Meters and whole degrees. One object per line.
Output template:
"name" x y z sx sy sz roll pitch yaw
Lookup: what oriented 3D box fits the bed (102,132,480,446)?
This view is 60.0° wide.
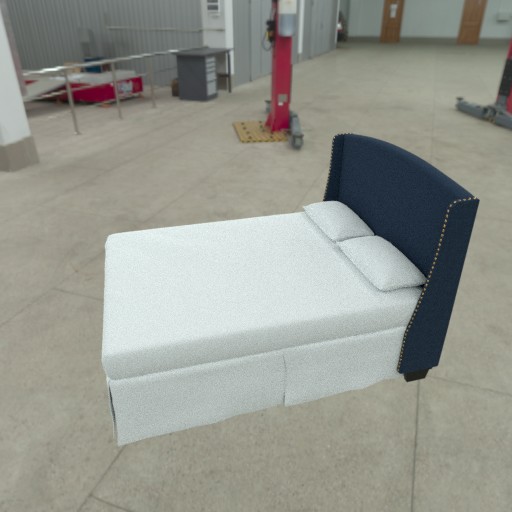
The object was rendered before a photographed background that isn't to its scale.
"bed" 0.000 0.000 3.179 2.223 1.402 1.604 -8 30 -14
